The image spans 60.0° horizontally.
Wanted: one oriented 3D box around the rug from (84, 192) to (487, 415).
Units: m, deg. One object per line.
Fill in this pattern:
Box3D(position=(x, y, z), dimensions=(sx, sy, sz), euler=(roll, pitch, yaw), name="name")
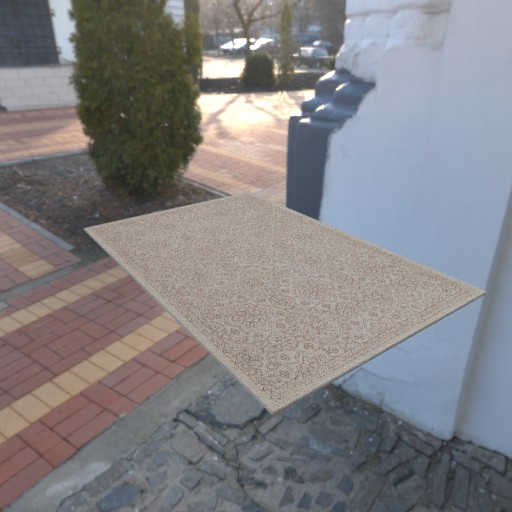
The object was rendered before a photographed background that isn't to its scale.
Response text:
Box3D(position=(0.000, 0.000, 2.310), dimensions=(1.219, 0.010, 1.829), euler=(-18, 31, -32), name="rug")
